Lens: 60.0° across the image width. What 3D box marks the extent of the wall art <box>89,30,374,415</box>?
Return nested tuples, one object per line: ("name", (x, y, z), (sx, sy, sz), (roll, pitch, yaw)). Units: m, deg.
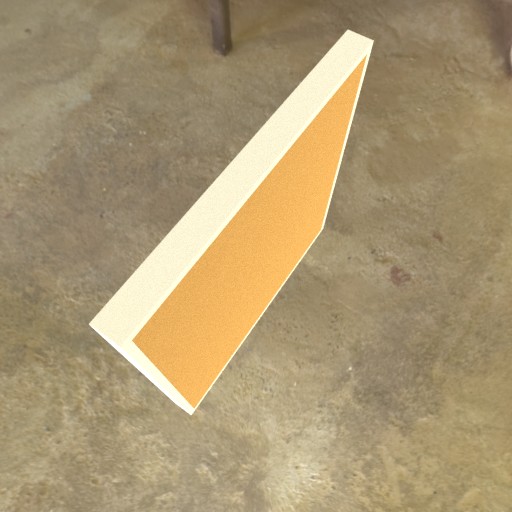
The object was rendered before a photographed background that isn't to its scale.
("wall art", (0.000, 0.000, 0.739), (0.040, 0.509, 0.509), (31, 68, 15))
